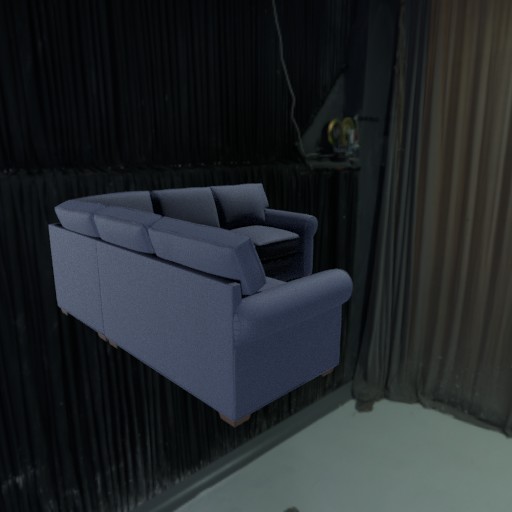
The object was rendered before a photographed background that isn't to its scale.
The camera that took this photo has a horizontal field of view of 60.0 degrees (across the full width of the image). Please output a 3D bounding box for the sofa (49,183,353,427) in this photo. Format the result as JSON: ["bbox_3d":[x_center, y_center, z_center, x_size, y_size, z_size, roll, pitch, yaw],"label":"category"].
[{"bbox_3d":[0.000,0.000,3.866,2.562,1.042,2.487,-13,19,-42],"label":"sofa"}]
